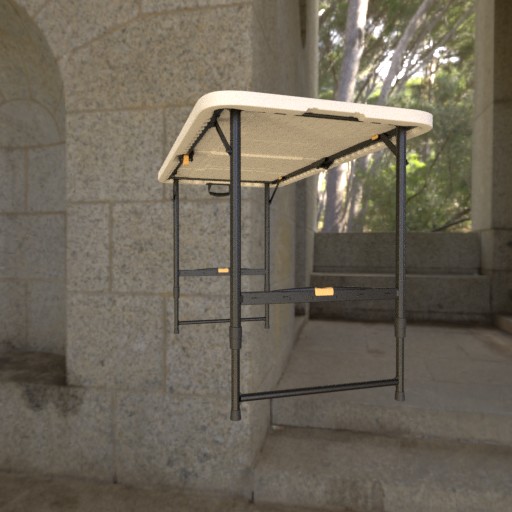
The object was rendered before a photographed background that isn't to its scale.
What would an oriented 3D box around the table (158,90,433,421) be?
[{"bbox_3d":[0.000,0.000,1.616,0.611,0.737,1.245,0,1,-17],"label":"table"}]
